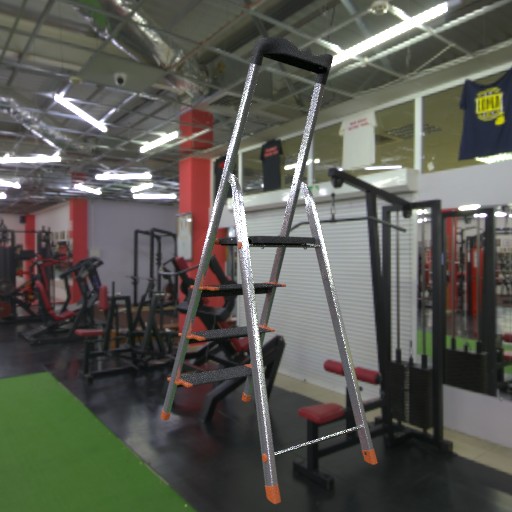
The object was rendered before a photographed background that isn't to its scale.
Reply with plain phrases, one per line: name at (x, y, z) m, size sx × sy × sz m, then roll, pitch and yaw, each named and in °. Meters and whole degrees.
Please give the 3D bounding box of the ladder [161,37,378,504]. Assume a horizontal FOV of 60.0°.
ladder at (0.000, 0.000, 1.742) m, size 0.452 × 1.429 × 0.834 m, roll 0°, pitch 0°, yaw -35°
